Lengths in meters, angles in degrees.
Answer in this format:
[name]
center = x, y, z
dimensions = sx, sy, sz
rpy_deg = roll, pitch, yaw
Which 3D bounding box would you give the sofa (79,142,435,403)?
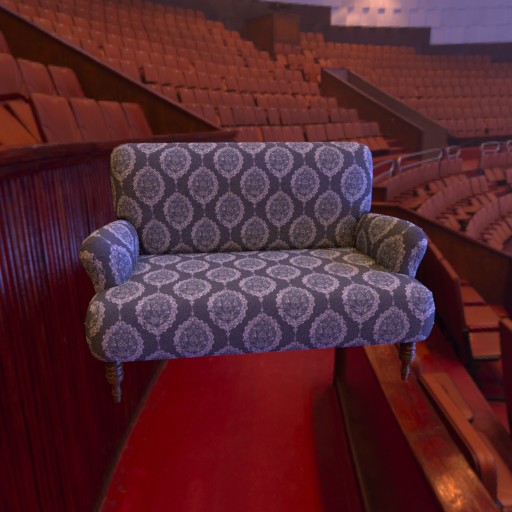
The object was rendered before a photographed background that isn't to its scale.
[sofa]
center = 0.000, 0.000, 1.814
dimensions = 1.297, 0.867, 0.779
rpy_deg = -2, 17, -7
